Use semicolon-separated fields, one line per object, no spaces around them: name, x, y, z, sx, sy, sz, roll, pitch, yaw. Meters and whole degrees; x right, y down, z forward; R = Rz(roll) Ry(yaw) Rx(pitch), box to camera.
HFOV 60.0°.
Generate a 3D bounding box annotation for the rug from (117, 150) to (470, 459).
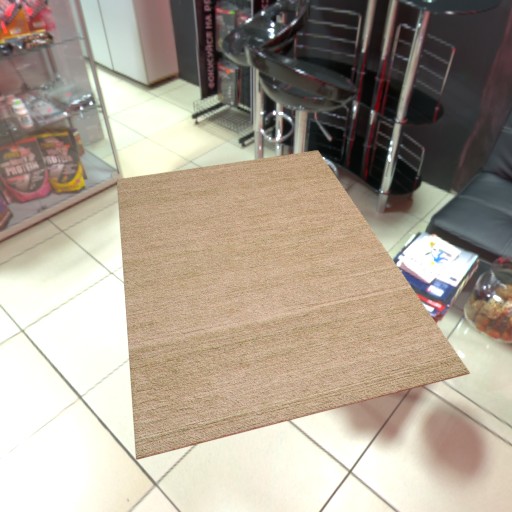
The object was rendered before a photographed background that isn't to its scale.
rug;0.000;0.000;4.150;2.425;0.016;3.198;-10;45;-10
